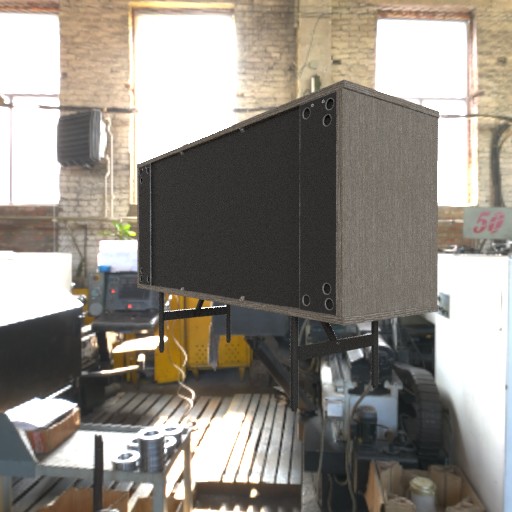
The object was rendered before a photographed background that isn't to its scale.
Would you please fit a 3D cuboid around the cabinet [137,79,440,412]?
[{"bbox_3d":[0.000,0.000,1.570,0.405,0.787,1.194,-1,1,-36],"label":"cabinet"}]
